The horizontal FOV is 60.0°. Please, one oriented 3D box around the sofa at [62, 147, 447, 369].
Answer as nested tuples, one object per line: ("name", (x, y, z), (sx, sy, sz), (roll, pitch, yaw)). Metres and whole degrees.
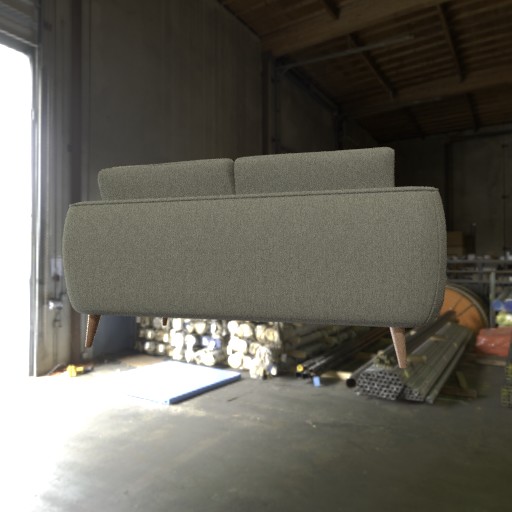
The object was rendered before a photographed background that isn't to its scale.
("sofa", (0.000, 0.000, 2.217), (1.700, 0.850, 0.920), (0, -1, 17))
